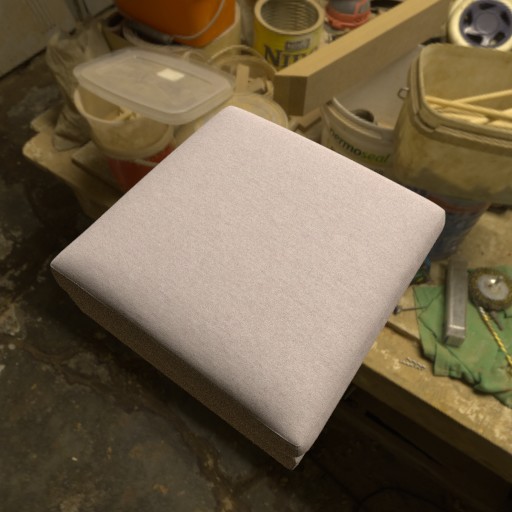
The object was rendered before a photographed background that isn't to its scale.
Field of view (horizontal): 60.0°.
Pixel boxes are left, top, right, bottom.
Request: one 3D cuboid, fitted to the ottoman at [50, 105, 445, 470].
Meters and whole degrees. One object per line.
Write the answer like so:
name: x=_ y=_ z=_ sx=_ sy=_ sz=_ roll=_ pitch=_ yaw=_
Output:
ottoman: x=0.000 y=0.000 z=1.662 sx=1.041 sy=0.470 sz=1.041 roll=31 pitch=63 yaw=18
